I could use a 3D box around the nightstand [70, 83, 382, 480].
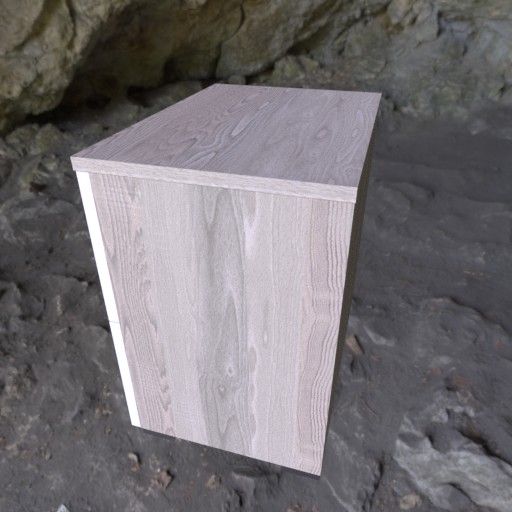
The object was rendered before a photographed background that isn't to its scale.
[{"bbox_3d":[0.000,0.000,0.748,0.325,0.461,0.442,9,32,14],"label":"nightstand"}]
